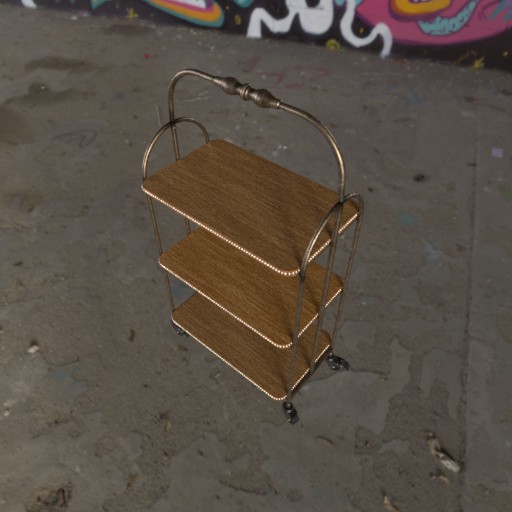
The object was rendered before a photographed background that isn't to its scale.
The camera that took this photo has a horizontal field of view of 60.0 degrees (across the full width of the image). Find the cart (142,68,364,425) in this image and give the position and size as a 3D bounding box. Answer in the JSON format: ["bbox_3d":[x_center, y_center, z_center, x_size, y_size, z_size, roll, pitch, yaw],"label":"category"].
[{"bbox_3d":[0.000,0.000,1.341,0.650,1.052,0.330,31,53,27],"label":"cart"}]
